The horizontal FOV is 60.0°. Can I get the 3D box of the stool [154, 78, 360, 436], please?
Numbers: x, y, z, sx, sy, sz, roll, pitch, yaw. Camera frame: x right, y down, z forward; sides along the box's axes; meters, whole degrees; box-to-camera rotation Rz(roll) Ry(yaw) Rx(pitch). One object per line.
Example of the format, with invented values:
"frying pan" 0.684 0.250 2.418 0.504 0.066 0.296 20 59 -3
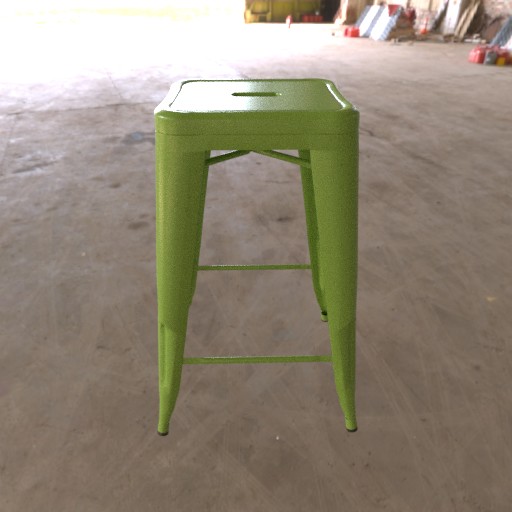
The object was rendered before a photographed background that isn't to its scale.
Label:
"stool" 0.000 0.000 0.863 0.398 0.609 0.358 -1 32 -1
